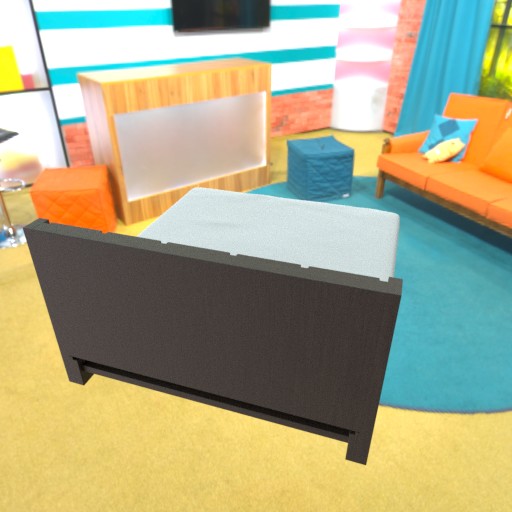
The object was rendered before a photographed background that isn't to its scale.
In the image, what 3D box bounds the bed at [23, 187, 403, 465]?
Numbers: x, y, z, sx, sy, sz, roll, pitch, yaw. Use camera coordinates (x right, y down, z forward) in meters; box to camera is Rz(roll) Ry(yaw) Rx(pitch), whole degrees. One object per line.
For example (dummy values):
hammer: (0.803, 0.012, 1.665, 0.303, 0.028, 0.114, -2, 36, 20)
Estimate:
bed: (0.000, 0.000, 3.535, 2.143, 1.261, 2.238, 10, 32, 16)
